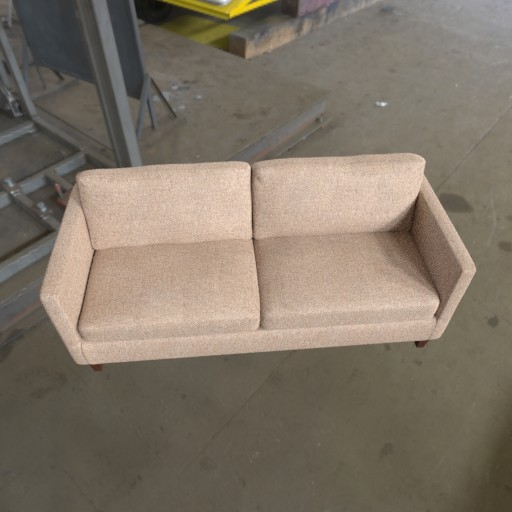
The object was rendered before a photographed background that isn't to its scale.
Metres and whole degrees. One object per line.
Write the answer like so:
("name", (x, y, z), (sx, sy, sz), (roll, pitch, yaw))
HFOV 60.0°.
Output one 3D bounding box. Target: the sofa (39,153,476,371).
("sofa", (0.000, 0.000, 2.684), (2.208, 0.965, 0.951), (-3, 47, -3))
